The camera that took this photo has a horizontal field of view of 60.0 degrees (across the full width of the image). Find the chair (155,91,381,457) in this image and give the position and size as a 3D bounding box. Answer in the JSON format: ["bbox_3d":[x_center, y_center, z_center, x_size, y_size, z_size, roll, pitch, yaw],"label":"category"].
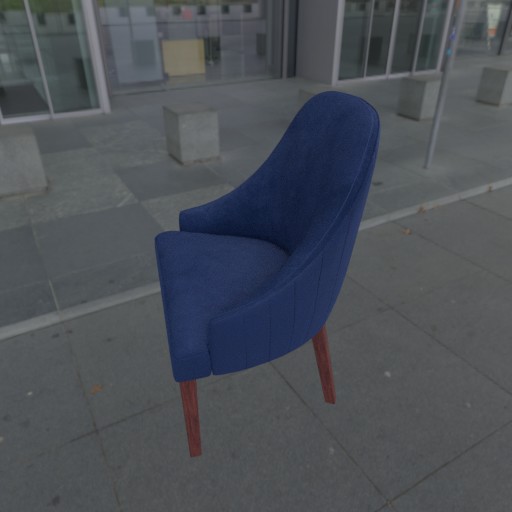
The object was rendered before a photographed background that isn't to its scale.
[{"bbox_3d":[0.000,0.000,1.321,0.575,0.889,0.643,-8,32,-13],"label":"chair"}]
